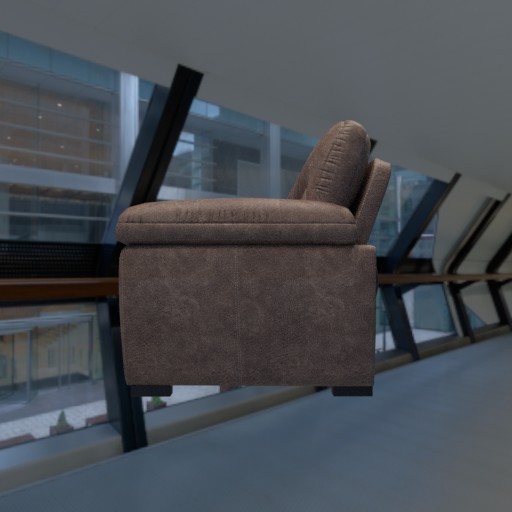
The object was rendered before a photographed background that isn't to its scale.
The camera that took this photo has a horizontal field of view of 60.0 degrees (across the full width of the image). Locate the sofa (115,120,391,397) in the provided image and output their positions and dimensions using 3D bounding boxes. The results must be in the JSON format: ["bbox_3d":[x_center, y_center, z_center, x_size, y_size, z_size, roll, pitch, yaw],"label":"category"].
[{"bbox_3d":[0.000,0.000,2.338,0.991,0.991,1.753,0,-1,0],"label":"sofa"}]
